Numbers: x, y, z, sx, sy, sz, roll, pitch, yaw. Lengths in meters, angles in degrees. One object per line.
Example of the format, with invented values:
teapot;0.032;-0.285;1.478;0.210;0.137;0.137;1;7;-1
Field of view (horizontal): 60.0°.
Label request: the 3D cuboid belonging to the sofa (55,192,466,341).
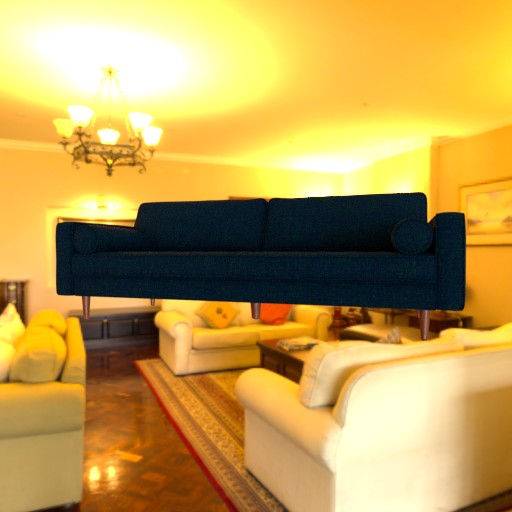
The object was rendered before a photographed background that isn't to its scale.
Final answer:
sofa;0.000;0.000;2.670;2.210;0.762;0.914;0;1;18
